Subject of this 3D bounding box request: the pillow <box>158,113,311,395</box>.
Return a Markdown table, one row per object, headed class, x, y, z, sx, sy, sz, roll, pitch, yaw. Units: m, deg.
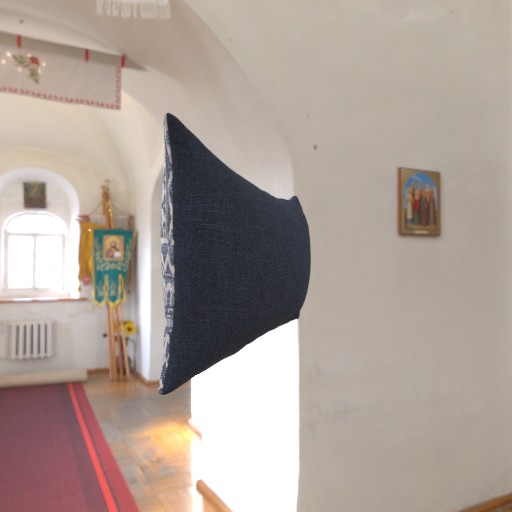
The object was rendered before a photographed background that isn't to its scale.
| class | x | y | z | sx | sy | sz | roll | pitch | yaw |
| --- | --- | --- | --- | --- | --- | --- | --- | --- | --- |
| pillow | 0.000 | 0.000 | 0.751 | 0.148 | 0.292 | 0.631 | 0 | -1 | 18 |
